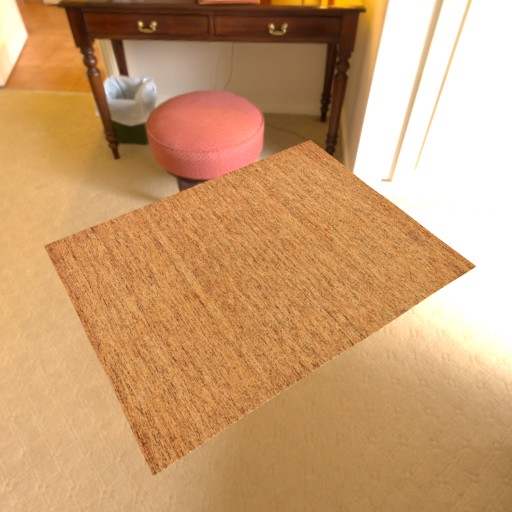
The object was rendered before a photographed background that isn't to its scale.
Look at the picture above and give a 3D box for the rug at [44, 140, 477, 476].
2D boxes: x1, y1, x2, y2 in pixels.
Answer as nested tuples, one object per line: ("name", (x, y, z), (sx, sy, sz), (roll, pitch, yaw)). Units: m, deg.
("rug", (0.000, 0.000, 4.112), (3.200, 0.012, 2.438), (-26, 53, -22))
